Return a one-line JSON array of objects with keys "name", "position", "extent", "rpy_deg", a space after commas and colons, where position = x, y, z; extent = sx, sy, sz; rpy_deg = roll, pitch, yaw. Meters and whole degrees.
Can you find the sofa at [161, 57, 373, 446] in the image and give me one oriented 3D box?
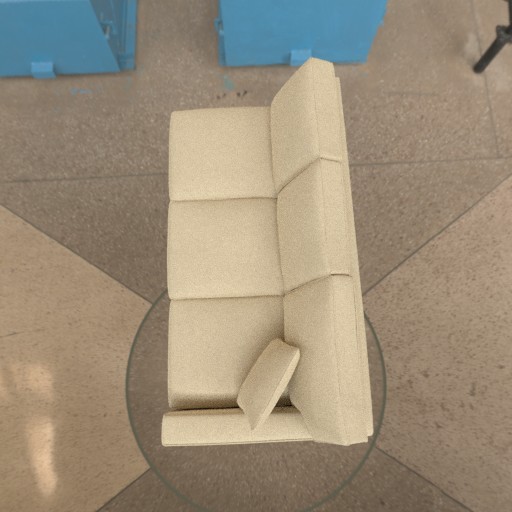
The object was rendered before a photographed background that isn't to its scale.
[{"name": "sofa", "position": [0.000, 0.000, 2.549], "extent": [1.034, 0.946, 1.963], "rpy_deg": [-2, 75, -1]}]
